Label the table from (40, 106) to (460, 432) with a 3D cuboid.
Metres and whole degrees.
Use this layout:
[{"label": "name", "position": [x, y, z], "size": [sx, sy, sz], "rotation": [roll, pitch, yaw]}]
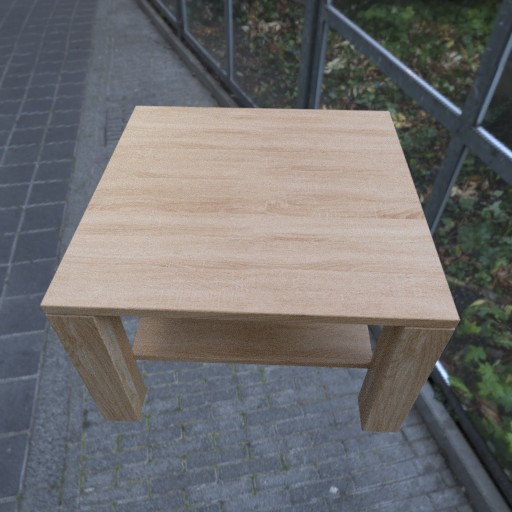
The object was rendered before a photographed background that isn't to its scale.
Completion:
[{"label": "table", "position": [0.000, 0.000, 1.140], "size": [0.700, 0.450, 0.700], "rotation": [2, 46, 2]}]
